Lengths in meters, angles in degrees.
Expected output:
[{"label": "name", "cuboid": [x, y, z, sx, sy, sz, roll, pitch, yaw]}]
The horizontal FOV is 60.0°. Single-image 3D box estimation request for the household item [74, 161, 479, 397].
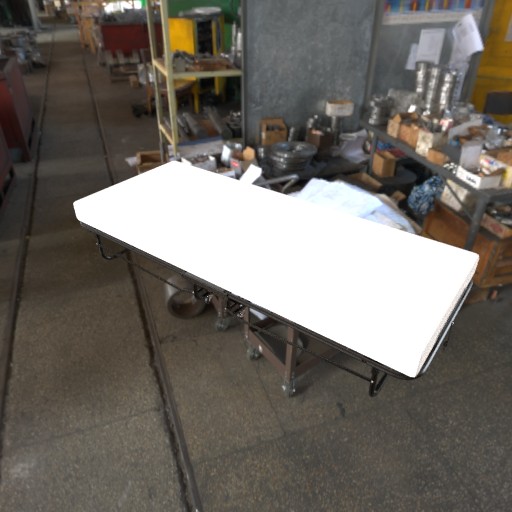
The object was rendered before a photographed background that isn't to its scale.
[{"label": "household item", "cuboid": [0.000, 0.000, 2.216, 1.905, 0.356, 0.787, 22, 39, 30]}]
